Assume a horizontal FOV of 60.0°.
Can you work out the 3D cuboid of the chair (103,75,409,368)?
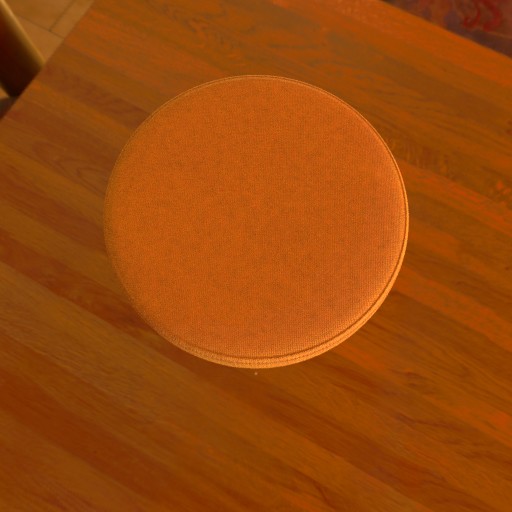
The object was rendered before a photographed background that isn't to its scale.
[{"bbox_3d":[0.000,0.000,0.694,0.345,0.455,0.345,-1,75,0],"label":"chair"}]
